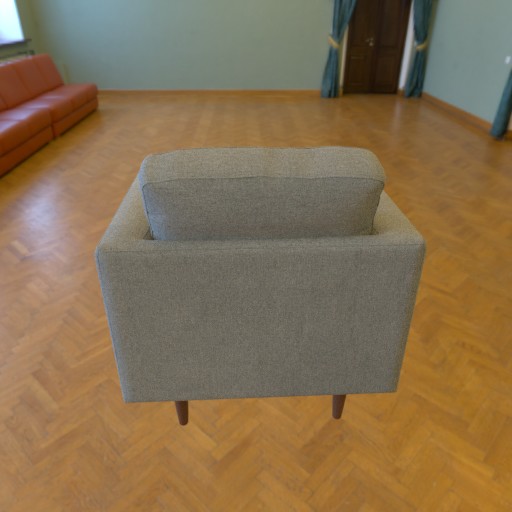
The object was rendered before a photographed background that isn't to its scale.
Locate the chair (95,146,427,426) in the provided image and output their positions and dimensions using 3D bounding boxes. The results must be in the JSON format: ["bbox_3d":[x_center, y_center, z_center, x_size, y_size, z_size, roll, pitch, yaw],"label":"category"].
[{"bbox_3d":[0.000,0.000,1.557,0.855,0.927,0.800,-1,30,-3],"label":"chair"}]
